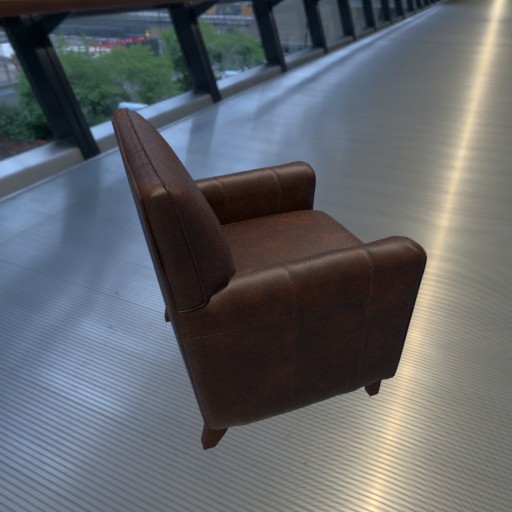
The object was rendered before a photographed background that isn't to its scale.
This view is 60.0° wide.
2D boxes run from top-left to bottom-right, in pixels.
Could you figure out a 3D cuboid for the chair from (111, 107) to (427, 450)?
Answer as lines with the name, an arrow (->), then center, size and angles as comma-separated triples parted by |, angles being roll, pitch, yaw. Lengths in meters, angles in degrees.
chair -> 0.000, 0.000, 1.609 | 0.823, 0.943, 0.870 | -11, 33, -17
